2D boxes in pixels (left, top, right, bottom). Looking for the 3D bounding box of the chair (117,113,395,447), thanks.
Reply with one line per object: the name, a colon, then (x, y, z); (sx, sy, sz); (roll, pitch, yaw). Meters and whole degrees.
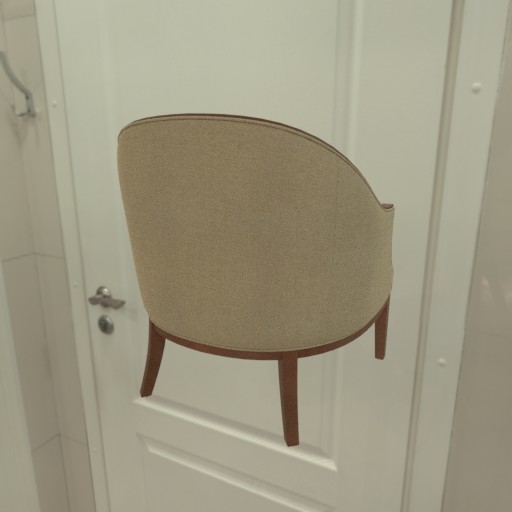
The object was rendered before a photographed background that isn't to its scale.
chair: (0.000, 0.000, 1.473); (0.803, 0.876, 0.735); (8, 17, 26)
